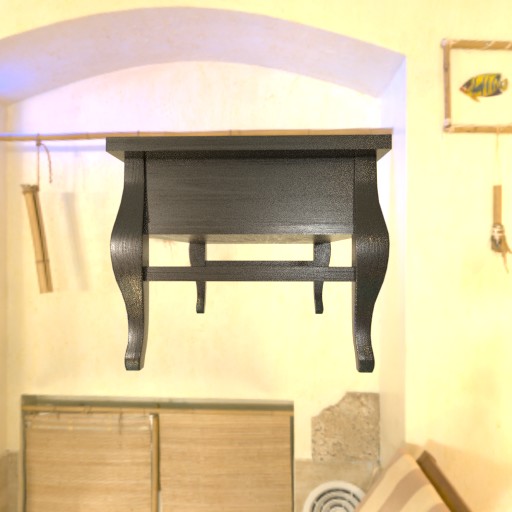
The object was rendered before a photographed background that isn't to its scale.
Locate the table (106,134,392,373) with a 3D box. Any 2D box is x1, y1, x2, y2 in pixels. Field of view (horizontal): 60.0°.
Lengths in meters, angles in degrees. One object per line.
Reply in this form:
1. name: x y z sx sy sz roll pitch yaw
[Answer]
1. table: 0.000 0.000 1.432 0.600 0.494 1.062 0 0 2
